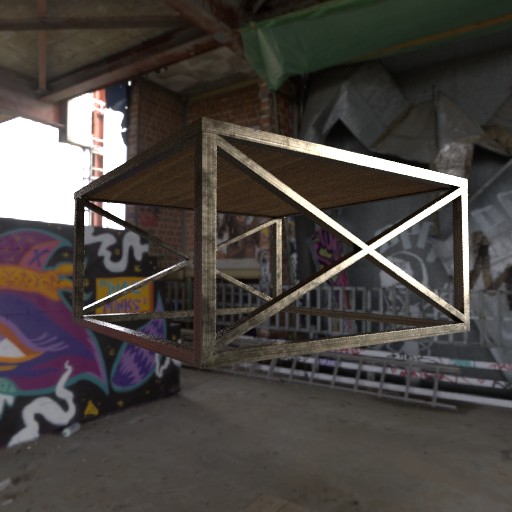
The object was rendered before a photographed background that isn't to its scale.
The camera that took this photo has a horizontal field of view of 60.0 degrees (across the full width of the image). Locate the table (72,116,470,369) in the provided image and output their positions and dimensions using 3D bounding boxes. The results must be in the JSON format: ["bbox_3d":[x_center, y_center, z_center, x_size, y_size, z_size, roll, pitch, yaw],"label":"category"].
[{"bbox_3d":[0.000,0.000,1.419,0.899,0.451,0.909,2,-3,-36],"label":"table"}]
